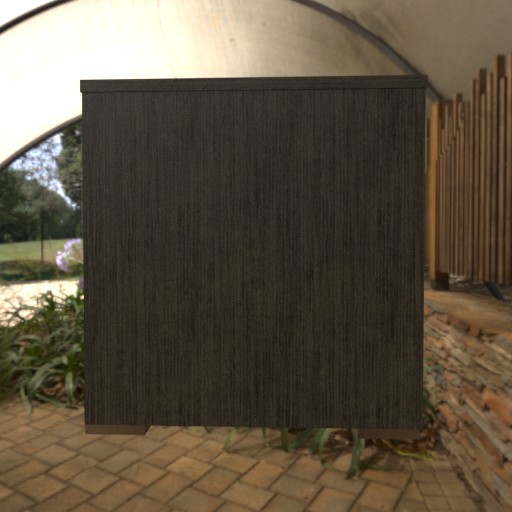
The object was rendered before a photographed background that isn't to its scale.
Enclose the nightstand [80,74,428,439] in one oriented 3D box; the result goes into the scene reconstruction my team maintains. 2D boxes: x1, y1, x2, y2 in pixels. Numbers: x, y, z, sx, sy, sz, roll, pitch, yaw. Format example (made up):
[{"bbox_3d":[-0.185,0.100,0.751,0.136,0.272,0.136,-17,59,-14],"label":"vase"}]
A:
[{"bbox_3d":[0.000,0.000,0.729,0.441,0.460,0.325,0,1,2],"label":"nightstand"}]
